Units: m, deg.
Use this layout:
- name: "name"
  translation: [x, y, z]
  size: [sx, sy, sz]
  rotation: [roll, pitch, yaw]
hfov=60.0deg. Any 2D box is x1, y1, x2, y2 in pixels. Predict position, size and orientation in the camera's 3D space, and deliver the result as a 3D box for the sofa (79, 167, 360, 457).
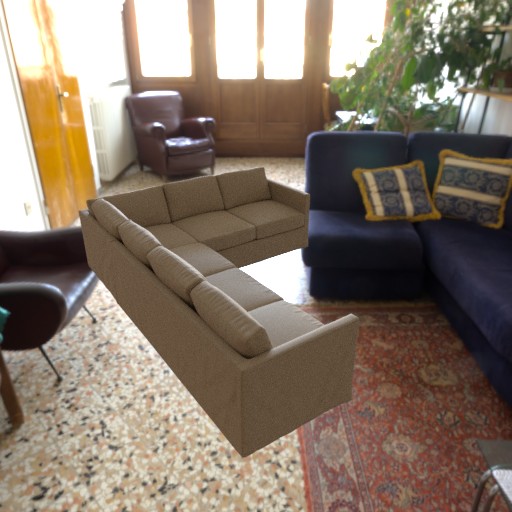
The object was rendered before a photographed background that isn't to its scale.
- name: "sofa"
  translation: [0.000, 0.000, 4.285]
  size: [2.432, 0.871, 3.182]
  rotation: [-17, 30, -31]
